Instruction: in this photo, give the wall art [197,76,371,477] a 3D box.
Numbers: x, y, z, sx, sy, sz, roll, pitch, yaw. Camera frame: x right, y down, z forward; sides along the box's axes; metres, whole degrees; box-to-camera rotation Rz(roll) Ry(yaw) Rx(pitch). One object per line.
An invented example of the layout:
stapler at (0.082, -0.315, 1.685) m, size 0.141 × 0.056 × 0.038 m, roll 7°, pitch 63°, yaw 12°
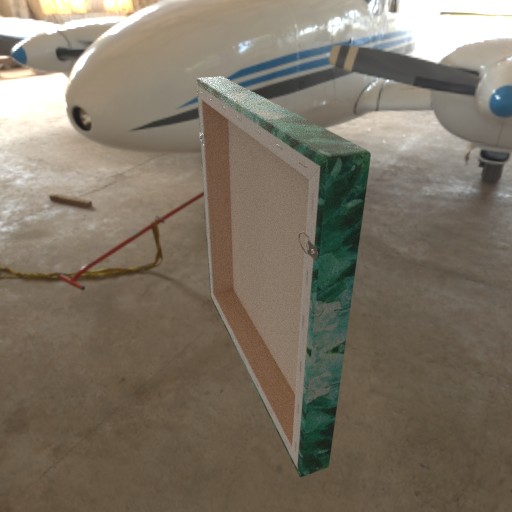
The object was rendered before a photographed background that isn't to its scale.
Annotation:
wall art at (0.000, 0.000, 0.471) m, size 0.033 × 0.313 × 0.313 m, roll -11°, pitch 32°, yaw -18°
